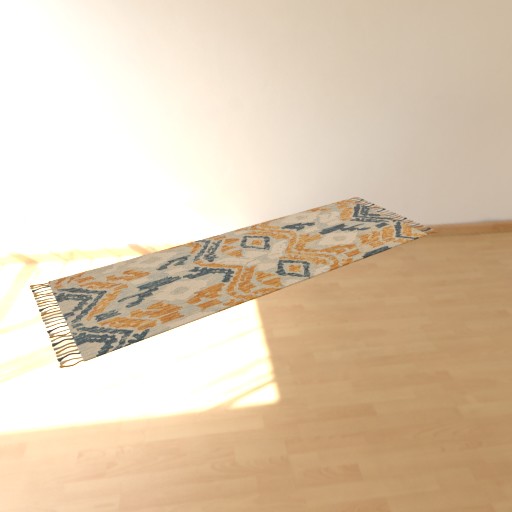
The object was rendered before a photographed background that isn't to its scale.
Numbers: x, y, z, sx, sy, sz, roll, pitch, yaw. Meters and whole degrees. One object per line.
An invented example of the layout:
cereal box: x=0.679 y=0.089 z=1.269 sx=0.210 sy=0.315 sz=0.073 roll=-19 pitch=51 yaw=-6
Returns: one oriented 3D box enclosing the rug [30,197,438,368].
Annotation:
rug: x=0.000 y=0.000 z=2.702 sx=2.437 sy=0.010 sz=0.783 roll=-17 pitch=33 yaw=-29
